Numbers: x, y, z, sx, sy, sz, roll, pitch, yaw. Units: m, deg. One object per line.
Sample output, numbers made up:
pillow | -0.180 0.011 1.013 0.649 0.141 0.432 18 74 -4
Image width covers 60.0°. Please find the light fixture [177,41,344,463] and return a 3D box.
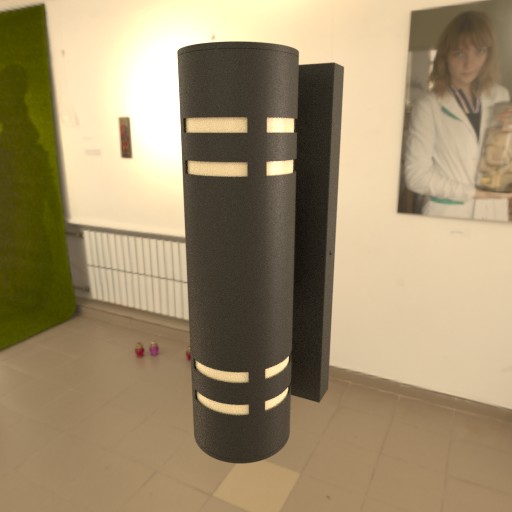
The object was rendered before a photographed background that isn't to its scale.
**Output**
light fixture | 0.000 0.000 0.402 0.105 0.330 0.149 8 17 26
